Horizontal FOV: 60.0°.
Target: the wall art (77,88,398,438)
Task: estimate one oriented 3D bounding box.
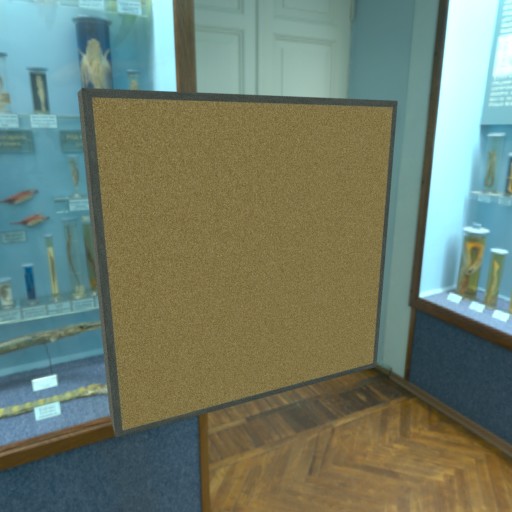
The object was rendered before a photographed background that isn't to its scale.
[{"bbox_3d":[0.000,0.000,0.445,0.303,0.302,0.038,-7,17,-24],"label":"wall art"}]
